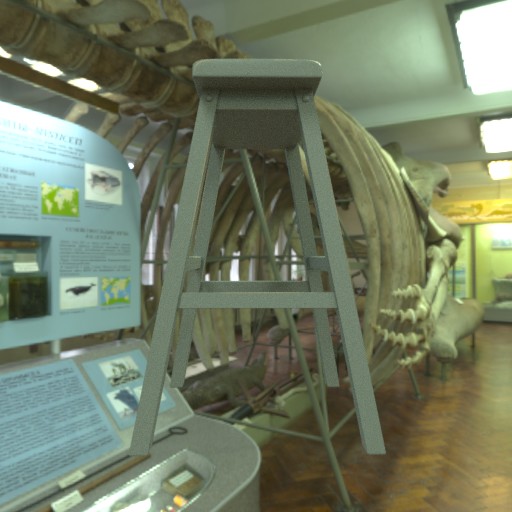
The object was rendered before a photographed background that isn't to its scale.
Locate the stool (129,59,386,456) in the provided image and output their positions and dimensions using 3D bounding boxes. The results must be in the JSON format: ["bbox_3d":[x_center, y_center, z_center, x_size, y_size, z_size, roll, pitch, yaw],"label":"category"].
[{"bbox_3d":[0.000,0.000,1.047,0.476,0.737,0.457,0,0,-1],"label":"stool"}]
